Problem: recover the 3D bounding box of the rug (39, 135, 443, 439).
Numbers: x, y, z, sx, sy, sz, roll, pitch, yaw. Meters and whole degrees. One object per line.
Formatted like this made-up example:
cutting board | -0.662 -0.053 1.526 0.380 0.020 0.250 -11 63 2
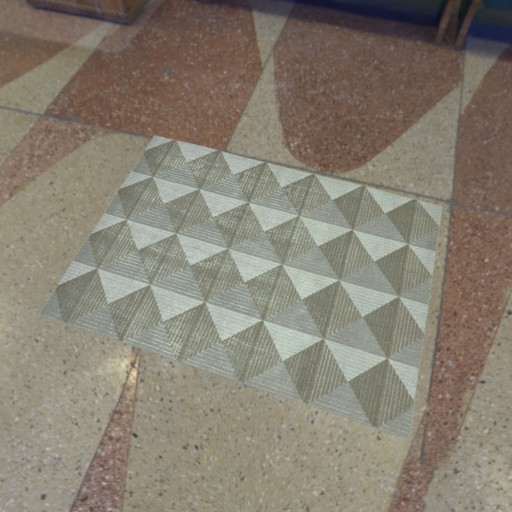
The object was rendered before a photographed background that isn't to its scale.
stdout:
rug | 0.000 0.000 4.335 3.333 0.027 2.428 16 60 10
